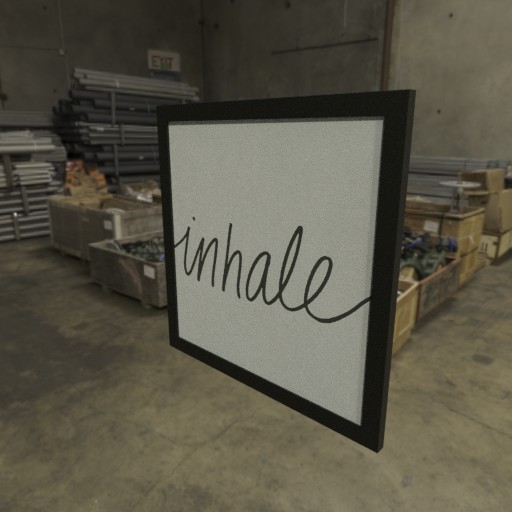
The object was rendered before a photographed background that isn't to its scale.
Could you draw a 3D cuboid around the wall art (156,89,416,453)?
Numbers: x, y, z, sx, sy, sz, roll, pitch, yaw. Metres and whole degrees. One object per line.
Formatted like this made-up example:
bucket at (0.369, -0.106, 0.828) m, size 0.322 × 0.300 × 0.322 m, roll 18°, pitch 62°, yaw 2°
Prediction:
wall art at (0.000, 0.000, 0.533) m, size 0.356 × 0.356 × 0.013 m, roll 14°, pitch 21°, yaw 41°
